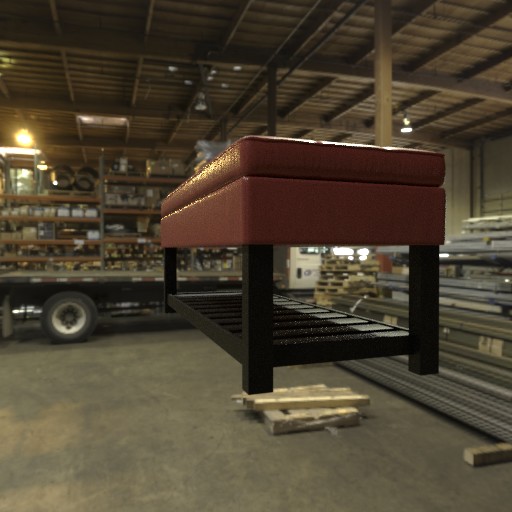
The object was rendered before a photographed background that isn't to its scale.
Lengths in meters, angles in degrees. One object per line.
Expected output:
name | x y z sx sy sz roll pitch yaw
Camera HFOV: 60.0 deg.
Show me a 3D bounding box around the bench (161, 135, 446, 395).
bench | 0.000 0.000 1.326 0.432 0.460 1.105 0 1 -19
